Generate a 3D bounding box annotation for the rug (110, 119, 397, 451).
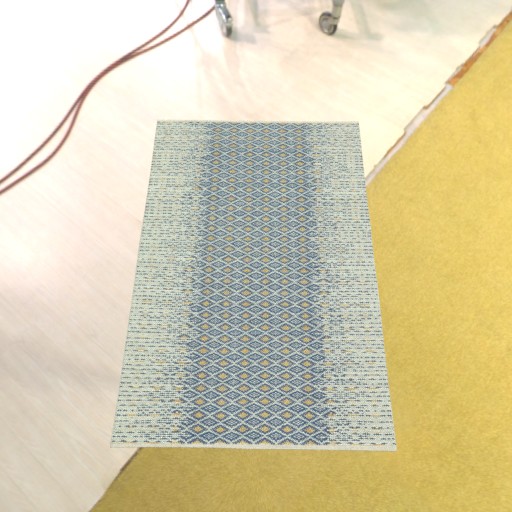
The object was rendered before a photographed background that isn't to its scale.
[{"bbox_3d":[0.000,0.000,2.284,1.219,0.005,1.828,1,64,0],"label":"rug"}]
